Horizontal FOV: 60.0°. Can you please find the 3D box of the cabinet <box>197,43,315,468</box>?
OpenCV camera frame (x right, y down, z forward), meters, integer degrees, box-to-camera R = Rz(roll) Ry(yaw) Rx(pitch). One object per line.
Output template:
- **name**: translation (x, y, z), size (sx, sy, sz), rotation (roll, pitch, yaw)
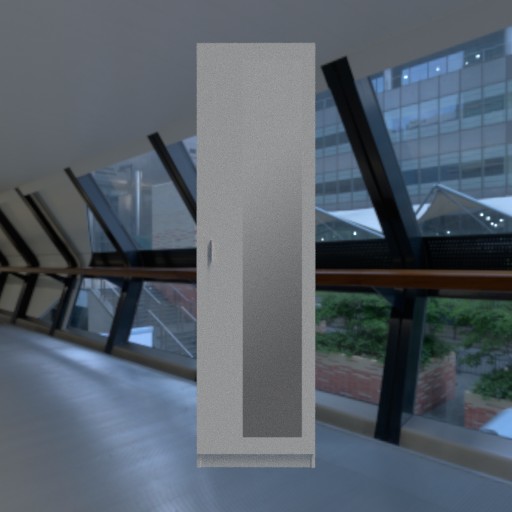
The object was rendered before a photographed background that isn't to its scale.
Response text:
- **cabinet**: translation (0.000, 0.000, 1.961), size (0.500, 1.790, 0.230), rotation (0, 0, 0)
